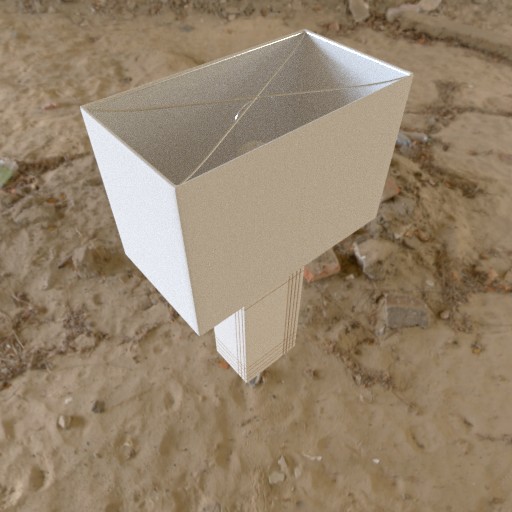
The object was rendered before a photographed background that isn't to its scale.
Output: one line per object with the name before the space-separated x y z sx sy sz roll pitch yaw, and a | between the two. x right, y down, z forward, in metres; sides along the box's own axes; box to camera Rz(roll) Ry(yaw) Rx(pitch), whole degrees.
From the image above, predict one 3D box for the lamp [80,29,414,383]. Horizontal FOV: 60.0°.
lamp | 0.000 0.000 0.689 0.334 0.543 0.182 -32 54 -26
